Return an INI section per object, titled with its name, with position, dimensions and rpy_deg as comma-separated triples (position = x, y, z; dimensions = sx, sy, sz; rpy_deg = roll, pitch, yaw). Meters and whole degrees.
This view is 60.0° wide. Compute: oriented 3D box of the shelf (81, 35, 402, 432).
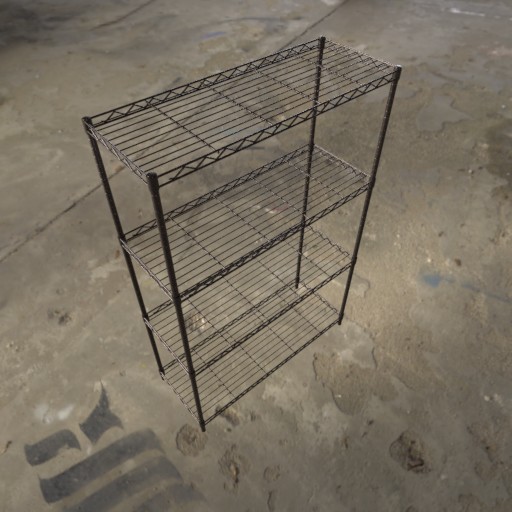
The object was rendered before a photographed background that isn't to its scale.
[shelf]
position = 0.000, 0.000, 1.753
dimensions = 0.907, 1.361, 0.352
rpy_deg = -31, 53, -27
